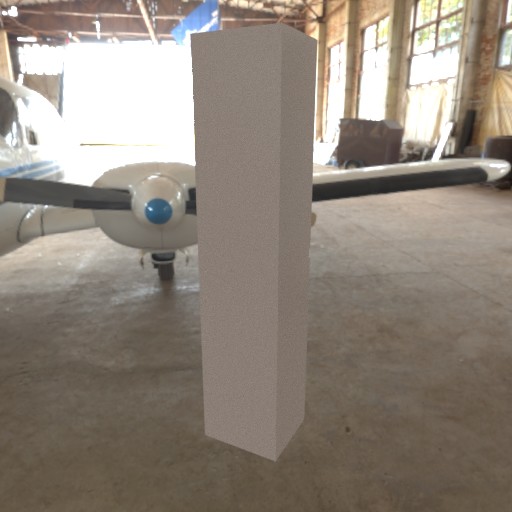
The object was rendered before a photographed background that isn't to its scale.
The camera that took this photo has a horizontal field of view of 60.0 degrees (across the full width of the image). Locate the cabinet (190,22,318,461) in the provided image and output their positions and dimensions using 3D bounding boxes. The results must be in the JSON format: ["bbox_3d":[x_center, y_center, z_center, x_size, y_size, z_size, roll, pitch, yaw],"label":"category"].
[{"bbox_3d":[0.000,0.000,1.553,0.300,1.400,0.269,8,18,27],"label":"cabinet"}]
